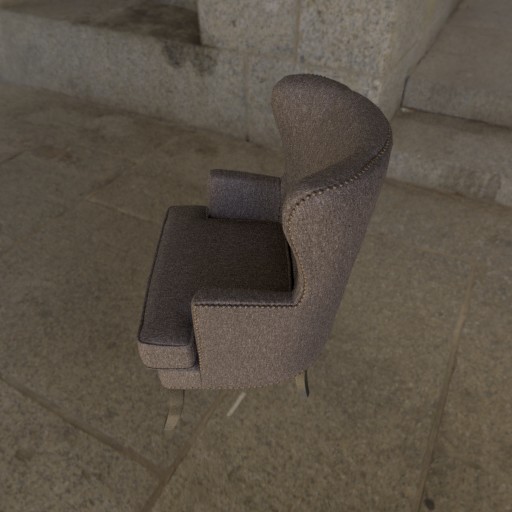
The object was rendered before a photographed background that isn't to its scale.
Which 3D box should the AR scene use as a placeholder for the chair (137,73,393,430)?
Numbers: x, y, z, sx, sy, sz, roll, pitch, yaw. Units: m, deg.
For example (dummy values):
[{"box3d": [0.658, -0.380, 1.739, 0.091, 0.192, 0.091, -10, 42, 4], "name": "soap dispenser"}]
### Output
[{"box3d": [0.000, 0.000, 1.594, 0.758, 1.060, 0.759, 0, 42, -1], "name": "chair"}]
